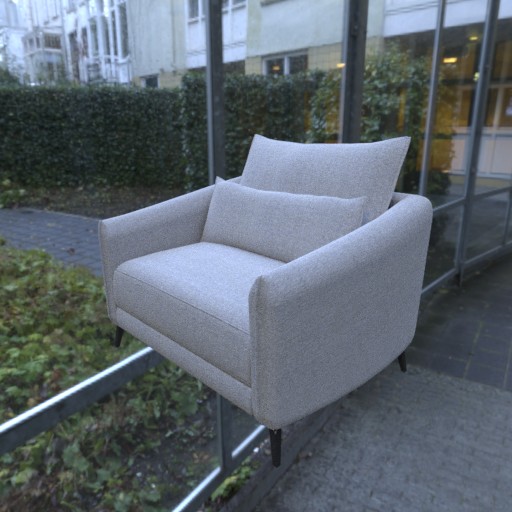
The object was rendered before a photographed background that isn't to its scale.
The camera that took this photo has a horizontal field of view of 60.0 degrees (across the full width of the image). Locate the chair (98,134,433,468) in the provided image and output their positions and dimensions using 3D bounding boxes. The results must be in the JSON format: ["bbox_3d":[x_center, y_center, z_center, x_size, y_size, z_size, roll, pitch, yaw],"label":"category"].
[{"bbox_3d":[0.000,0.000,1.638,0.801,0.856,1.029,-16,23,-41],"label":"chair"}]
